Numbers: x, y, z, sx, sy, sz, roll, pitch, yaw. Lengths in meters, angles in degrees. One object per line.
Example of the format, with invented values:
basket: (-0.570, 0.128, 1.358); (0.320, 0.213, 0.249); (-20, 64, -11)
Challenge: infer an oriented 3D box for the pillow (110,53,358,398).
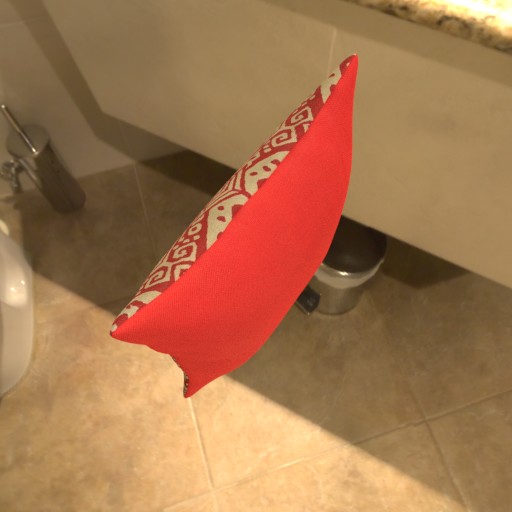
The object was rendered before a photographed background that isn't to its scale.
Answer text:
pillow: (0.000, 0.000, 0.786); (0.192, 0.507, 0.522); (33, 69, 14)
